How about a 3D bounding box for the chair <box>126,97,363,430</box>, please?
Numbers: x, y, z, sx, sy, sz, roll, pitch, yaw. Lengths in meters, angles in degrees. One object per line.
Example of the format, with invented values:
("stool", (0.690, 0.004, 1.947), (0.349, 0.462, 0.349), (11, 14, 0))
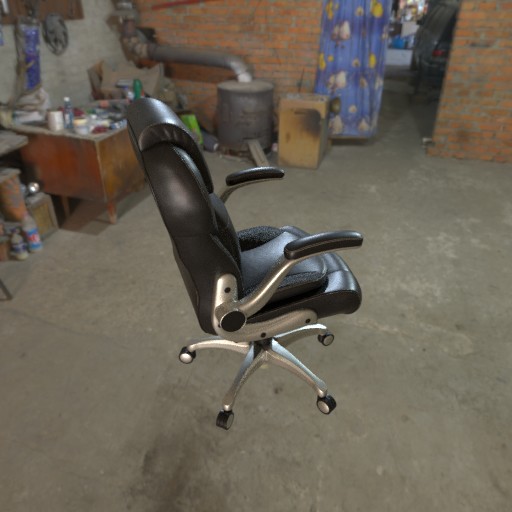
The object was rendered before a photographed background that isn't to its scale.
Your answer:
("chair", (0.000, 0.000, 1.687), (0.801, 1.141, 0.724), (-10, 31, -17))
